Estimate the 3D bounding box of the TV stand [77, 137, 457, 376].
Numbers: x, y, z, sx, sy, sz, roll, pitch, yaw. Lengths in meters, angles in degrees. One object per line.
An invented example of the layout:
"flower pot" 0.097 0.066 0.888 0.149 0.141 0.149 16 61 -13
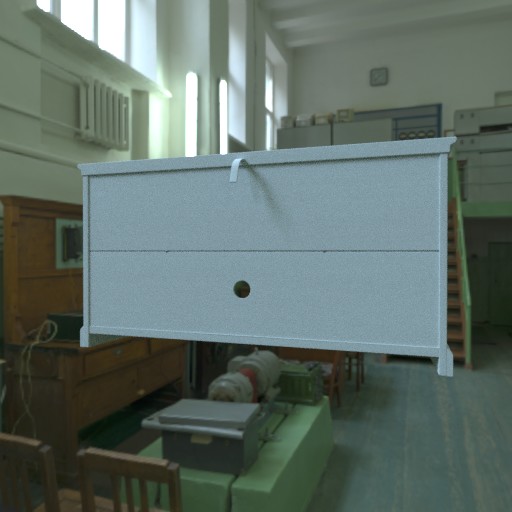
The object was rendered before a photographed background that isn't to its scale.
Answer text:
"TV stand" 0.000 0.000 1.470 1.187 0.624 0.424 0 1 18
